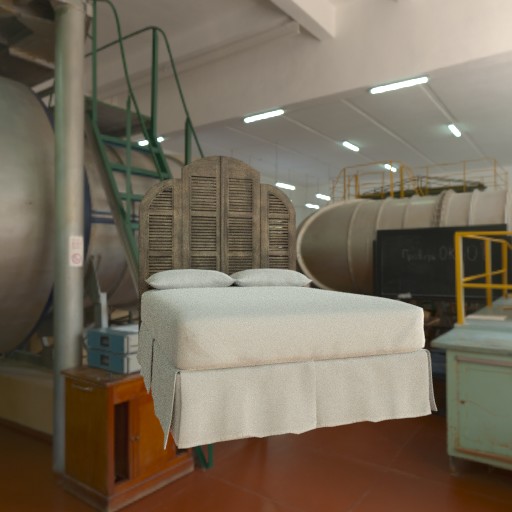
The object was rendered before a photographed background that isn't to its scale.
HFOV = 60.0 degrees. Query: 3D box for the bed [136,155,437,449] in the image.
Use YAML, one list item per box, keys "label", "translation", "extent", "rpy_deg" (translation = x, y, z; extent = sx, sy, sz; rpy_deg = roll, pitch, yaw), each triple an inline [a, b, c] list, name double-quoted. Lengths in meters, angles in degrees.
- label: "bed"
  translation: [0.000, 0.000, 3.496]
  extent: [1.713, 2.019, 2.138]
  rpy_deg: [0, 0, -20]
